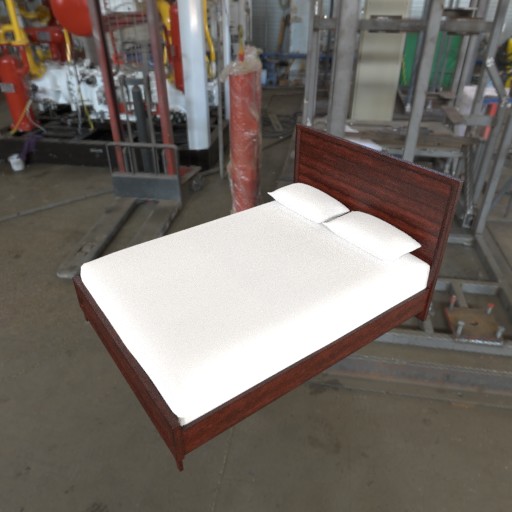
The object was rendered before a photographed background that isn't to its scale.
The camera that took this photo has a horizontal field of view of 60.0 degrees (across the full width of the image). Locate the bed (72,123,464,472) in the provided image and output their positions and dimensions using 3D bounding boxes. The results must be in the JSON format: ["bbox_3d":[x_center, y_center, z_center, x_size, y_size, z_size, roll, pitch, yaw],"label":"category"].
[{"bbox_3d":[0.000,0.000,4.041,2.803,1.492,2.040,-21,38,-30],"label":"bed"}]
